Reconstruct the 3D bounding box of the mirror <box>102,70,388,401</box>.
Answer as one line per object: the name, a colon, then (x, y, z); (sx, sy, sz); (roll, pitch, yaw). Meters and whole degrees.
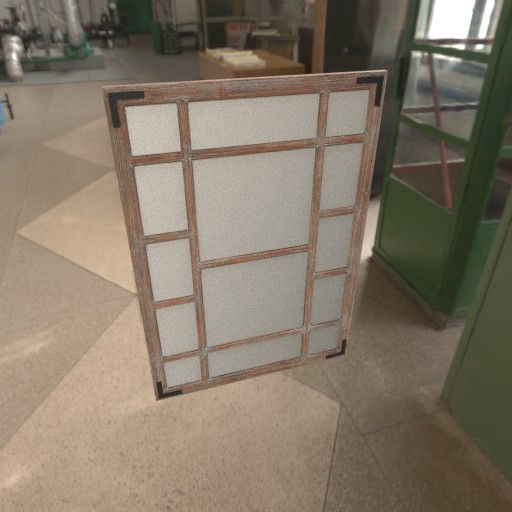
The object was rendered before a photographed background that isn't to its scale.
mirror: (0.000, 0.000, 1.315); (0.705, 0.996, 0.025); (-9, 33, -15)
